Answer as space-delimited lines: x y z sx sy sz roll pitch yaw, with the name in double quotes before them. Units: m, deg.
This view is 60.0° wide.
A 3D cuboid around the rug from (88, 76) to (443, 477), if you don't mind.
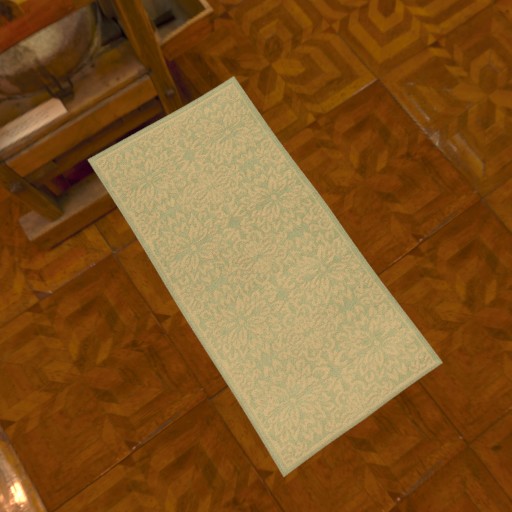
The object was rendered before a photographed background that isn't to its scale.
"rug" 0.000 0.000 1.468 0.604 0.007 1.219 -33 79 -7
